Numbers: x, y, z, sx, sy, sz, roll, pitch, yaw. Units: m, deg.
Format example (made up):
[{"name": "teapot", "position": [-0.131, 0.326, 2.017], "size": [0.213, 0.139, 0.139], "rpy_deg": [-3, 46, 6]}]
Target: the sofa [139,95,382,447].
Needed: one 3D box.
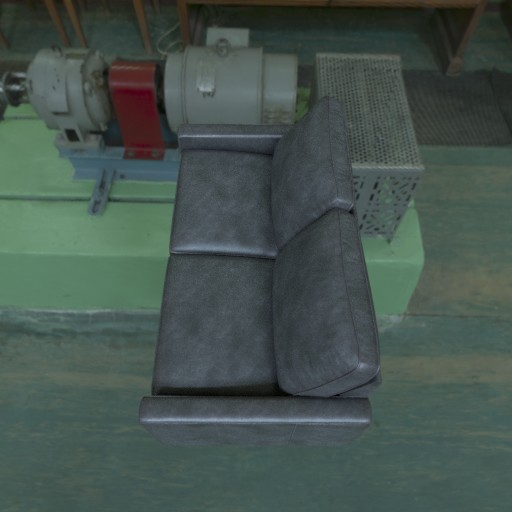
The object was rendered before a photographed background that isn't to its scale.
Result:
[{"name": "sofa", "position": [0.000, 0.000, 2.290], "size": [0.939, 0.916, 1.732], "rpy_deg": [0, 58, 0]}]
